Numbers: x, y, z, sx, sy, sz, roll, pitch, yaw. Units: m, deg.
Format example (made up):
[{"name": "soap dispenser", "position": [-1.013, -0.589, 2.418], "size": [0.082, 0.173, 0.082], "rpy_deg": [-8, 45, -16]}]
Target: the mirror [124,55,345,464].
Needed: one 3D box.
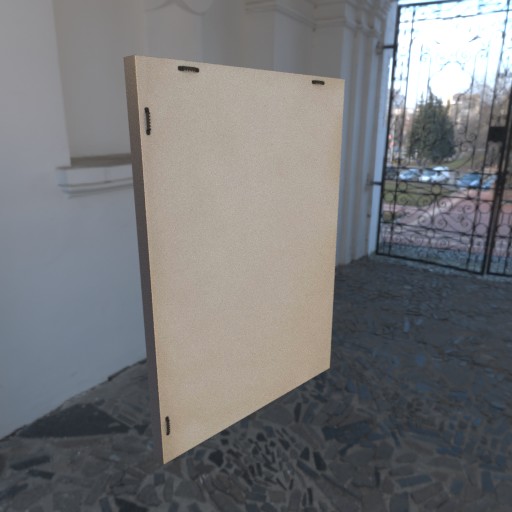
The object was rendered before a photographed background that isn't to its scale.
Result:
[{"name": "mirror", "position": [0.000, 0.000, 0.913], "size": [0.507, 0.710, 0.040], "rpy_deg": [-15, 22, -41]}]
